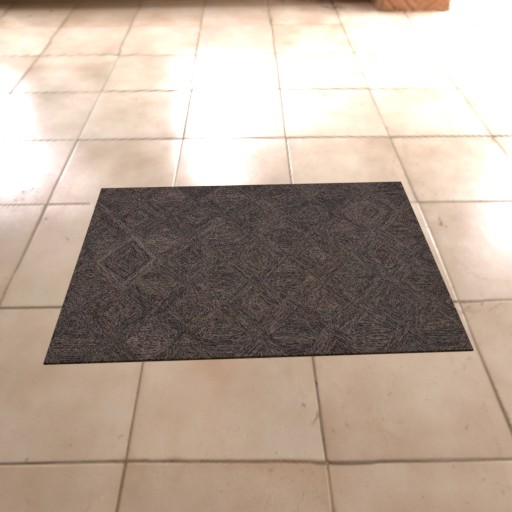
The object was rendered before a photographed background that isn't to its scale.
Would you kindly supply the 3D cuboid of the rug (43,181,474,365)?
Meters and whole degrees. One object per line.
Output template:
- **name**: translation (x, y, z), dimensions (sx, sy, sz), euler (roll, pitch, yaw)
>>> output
- **rug**: translation (0.000, 0.000, 2.880), dimensions (2.298, 0.017, 1.501), euler (-2, 46, -1)
